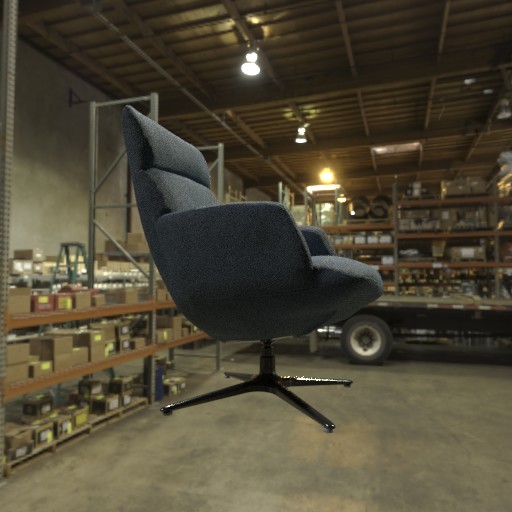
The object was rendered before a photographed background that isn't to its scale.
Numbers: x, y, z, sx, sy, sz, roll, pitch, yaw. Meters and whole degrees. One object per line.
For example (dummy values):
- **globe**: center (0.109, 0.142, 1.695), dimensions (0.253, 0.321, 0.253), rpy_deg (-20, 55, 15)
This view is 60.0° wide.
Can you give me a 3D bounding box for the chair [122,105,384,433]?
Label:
- **chair**: center (0.000, 0.000, 1.608), dimensions (0.889, 1.016, 0.711), rpy_deg (-1, -3, 17)
